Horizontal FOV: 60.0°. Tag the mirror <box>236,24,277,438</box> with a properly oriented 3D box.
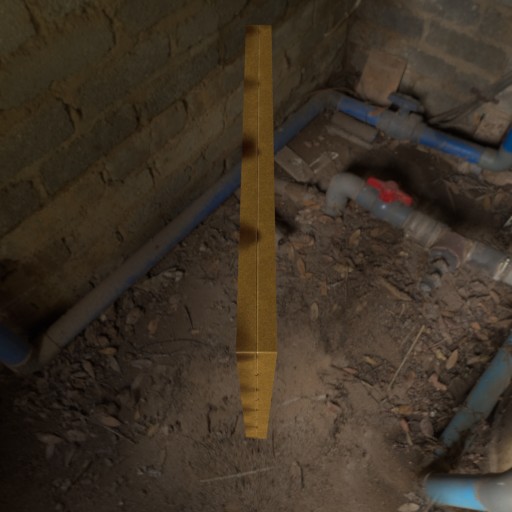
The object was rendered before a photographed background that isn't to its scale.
[{"bbox_3d":[0.000,0.000,0.755,0.042,0.507,0.509,0,59,0],"label":"mirror"}]
